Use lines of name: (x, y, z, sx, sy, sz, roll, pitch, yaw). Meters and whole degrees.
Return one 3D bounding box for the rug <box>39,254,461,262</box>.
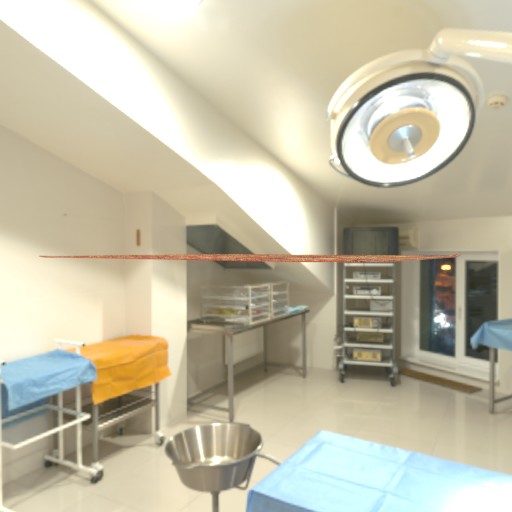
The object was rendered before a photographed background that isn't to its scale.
rug: (0.000, 0.000, 4.136, 3.086, 0.030, 2.489, 1, 1, 35)
